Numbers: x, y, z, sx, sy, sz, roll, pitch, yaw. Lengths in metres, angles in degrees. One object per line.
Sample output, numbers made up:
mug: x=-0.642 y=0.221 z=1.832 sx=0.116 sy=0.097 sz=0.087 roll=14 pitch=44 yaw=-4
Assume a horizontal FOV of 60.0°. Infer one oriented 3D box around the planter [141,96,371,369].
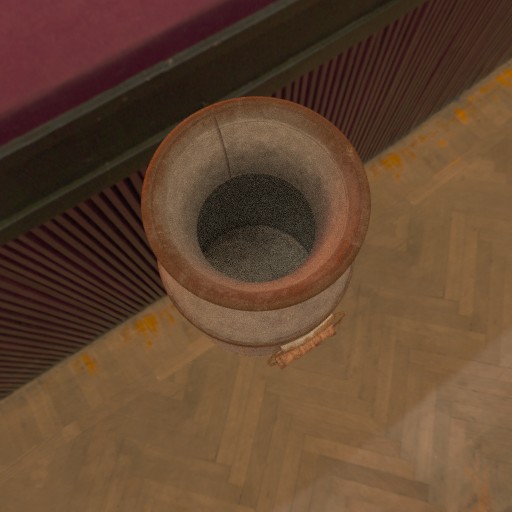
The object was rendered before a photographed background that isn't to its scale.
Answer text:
planter: x=0.000 y=0.000 z=0.512 sx=0.215 sy=0.358 sz=0.248 roll=-31 pitch=77 yaw=-8
